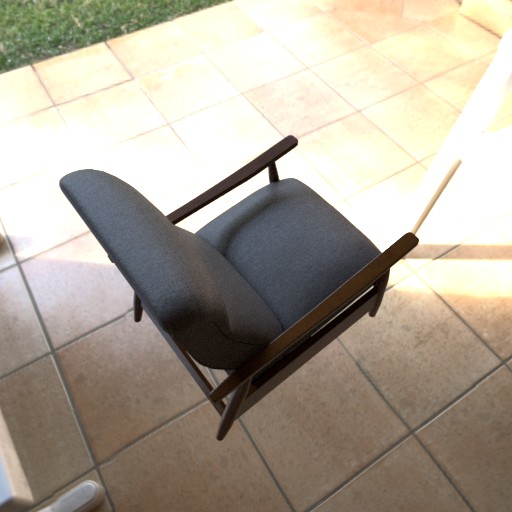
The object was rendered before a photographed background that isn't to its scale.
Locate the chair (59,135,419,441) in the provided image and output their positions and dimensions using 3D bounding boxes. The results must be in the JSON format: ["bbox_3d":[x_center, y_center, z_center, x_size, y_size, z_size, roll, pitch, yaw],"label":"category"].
[{"bbox_3d":[0.000,0.000,1.758,1.014,1.081,0.762,-33,62,-20],"label":"chair"}]
